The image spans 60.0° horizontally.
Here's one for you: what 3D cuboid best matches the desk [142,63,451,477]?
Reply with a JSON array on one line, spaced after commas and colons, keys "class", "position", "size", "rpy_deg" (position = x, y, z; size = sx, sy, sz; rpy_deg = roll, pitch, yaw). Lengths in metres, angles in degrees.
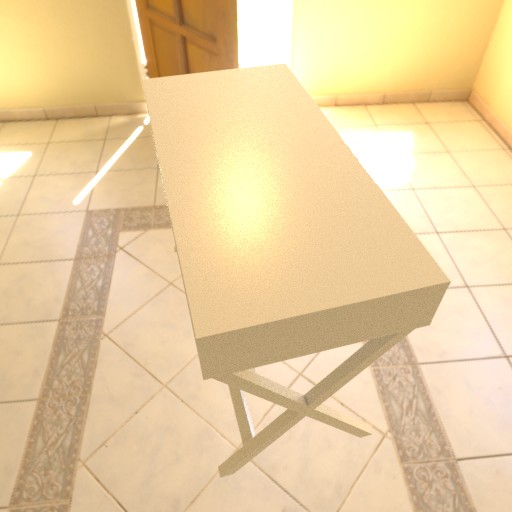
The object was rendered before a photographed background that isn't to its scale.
[{"class": "desk", "position": [0.000, 0.000, 1.455], "size": [0.509, 0.780, 1.059], "rpy_deg": [-11, 47, -10]}]
